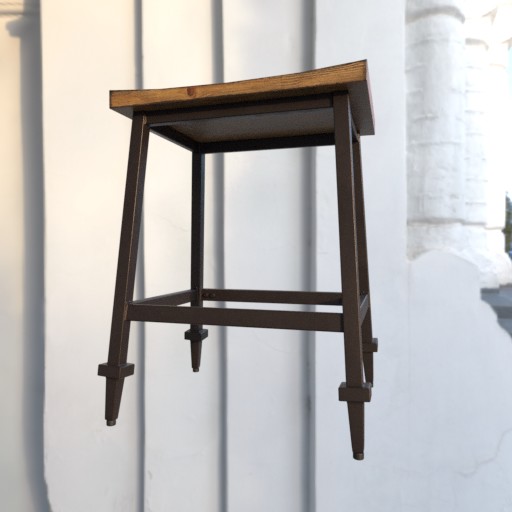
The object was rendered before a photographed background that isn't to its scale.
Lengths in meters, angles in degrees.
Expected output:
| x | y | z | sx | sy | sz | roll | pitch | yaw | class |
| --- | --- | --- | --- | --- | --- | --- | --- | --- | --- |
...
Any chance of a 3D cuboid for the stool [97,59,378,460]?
| x | y | z | sx | sy | sz | roll | pitch | yaw | class |
| --- | --- | --- | --- | --- | --- | --- | --- | --- | --- |
| 0.000 | 0.000 | 0.932 | 0.486 | 0.625 | 0.405 | 0 | 1 | 17 | stool |
